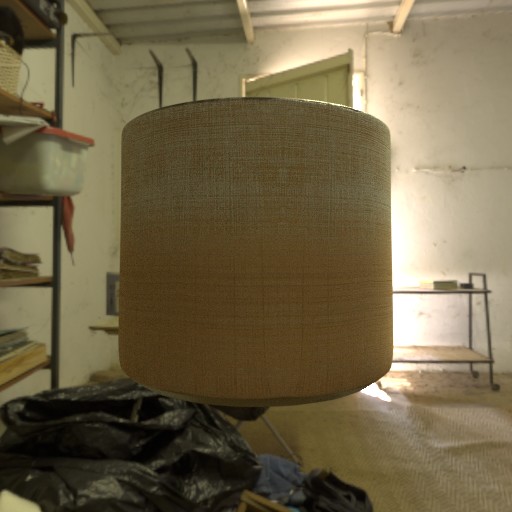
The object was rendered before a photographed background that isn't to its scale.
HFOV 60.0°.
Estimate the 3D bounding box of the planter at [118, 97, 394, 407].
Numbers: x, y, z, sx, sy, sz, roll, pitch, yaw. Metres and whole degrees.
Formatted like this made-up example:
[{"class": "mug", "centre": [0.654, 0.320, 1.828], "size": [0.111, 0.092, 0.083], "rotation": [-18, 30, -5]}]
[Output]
[{"class": "planter", "centre": [0.000, 0.000, 0.428], "size": [0.254, 0.221, 0.254], "rotation": [0, 0, 0]}]
